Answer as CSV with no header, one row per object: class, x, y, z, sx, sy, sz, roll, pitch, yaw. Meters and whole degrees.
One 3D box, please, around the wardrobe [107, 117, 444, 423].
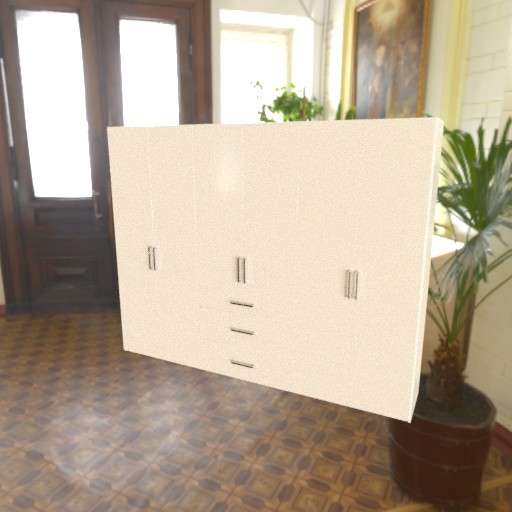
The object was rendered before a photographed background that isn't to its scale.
wardrobe,0.000,0.000,4.142,3.000,2.360,0.580,7,15,26
